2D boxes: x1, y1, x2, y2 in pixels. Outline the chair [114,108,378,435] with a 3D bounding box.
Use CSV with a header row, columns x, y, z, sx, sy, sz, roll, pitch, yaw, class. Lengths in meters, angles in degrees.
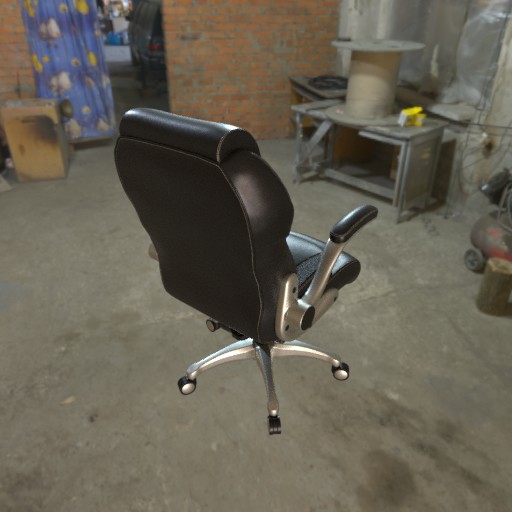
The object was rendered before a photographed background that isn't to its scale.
x,y,z,sx,sy,sz,roll,pitch,yaw,class
0.000,0.000,1.659,0.724,1.141,0.801,22,37,33,chair
